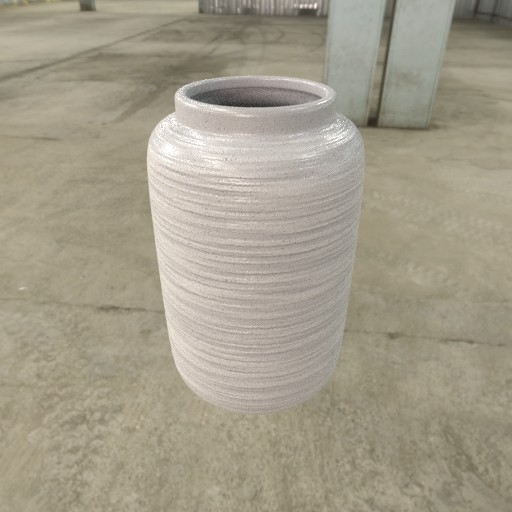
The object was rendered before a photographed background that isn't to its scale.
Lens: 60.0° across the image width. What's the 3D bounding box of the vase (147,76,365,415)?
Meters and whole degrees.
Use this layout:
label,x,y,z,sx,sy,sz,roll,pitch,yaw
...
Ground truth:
label,x,y,z,sx,sy,sz,roll,pitch,yaw
vase,0.000,0.000,0.468,0.202,0.335,0.202,0,32,0
